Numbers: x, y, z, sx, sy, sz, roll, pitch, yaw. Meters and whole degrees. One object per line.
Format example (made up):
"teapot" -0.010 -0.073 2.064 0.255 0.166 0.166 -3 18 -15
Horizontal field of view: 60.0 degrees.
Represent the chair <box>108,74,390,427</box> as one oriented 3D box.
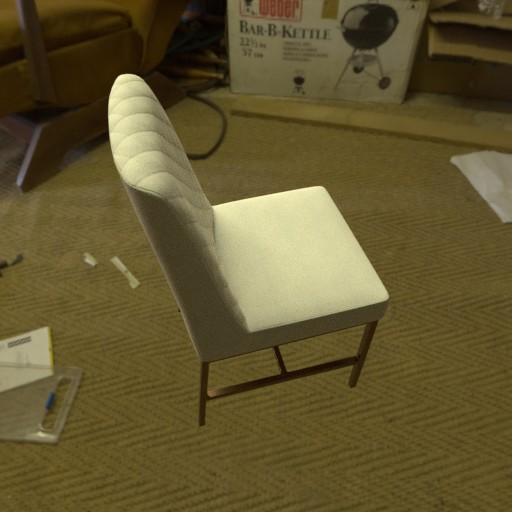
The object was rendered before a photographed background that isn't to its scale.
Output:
"chair" 0.000 0.000 1.246 0.597 0.933 0.503 -11 47 -10
